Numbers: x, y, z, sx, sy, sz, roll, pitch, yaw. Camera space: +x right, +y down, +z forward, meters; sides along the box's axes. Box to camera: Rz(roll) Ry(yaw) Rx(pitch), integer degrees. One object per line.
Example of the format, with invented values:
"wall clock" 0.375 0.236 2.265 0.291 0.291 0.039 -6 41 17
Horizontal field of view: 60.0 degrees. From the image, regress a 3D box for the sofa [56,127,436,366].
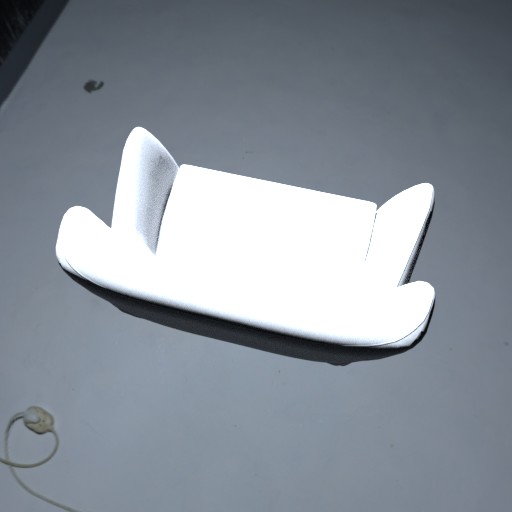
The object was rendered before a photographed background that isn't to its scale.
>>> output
"sofa" 0.000 0.000 1.987 1.424 0.878 0.921 12 64 6
